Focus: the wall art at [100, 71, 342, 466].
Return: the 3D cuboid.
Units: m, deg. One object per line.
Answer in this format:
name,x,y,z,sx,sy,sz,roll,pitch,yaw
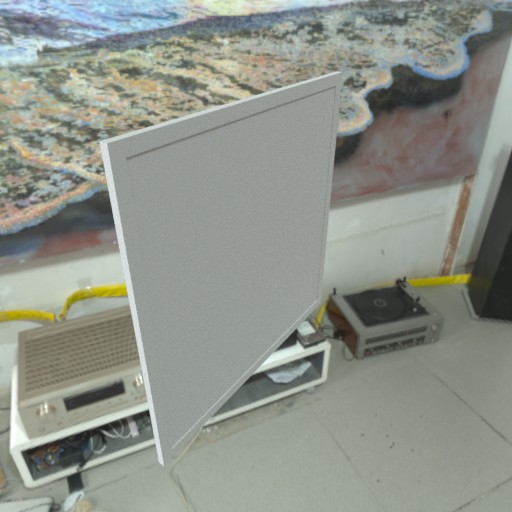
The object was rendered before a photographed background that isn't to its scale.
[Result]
wall art,0.000,0.000,0.956,0.015,0.660,0.660,20,37,30
